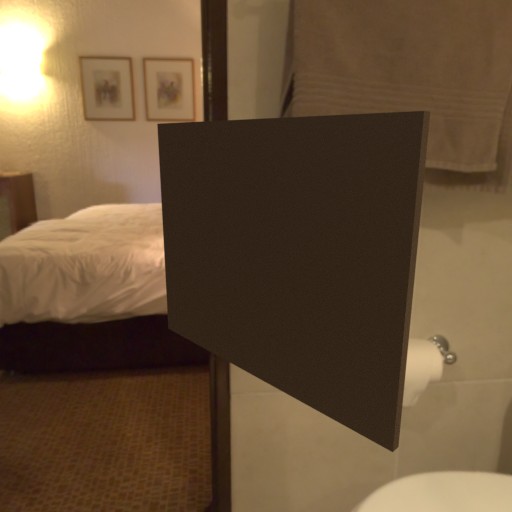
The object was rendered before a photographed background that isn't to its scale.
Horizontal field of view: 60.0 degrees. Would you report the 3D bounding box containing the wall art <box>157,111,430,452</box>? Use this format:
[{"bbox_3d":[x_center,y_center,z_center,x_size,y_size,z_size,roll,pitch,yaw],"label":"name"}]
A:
[{"bbox_3d":[0.000,0.000,1.614,0.034,0.952,1.207,-13,20,-41],"label":"wall art"}]
